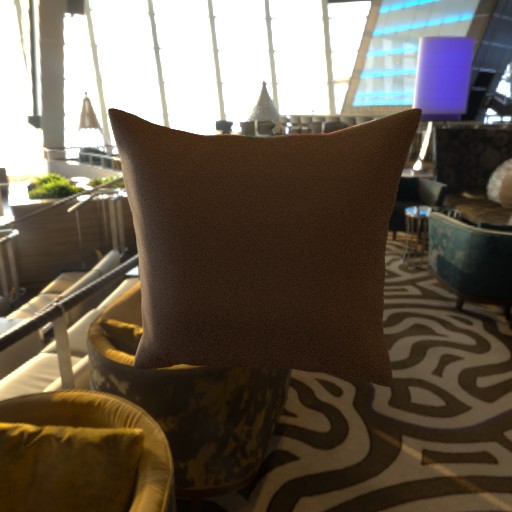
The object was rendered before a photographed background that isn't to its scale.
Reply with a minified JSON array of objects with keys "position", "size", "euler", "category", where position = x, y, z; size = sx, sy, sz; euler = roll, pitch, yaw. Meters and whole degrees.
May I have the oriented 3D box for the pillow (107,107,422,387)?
[{"position":[0.000,0.000,0.696],"size":[0.453,0.443,0.168],"euler":[3,18,9],"category":"pillow"}]
